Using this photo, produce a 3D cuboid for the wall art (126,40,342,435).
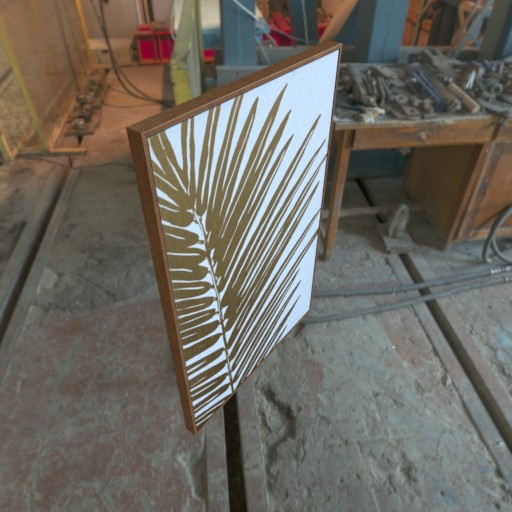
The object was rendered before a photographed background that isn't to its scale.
[{"bbox_3d":[0.000,0.000,1.156,0.037,0.914,0.610,27,47,28],"label":"wall art"}]
